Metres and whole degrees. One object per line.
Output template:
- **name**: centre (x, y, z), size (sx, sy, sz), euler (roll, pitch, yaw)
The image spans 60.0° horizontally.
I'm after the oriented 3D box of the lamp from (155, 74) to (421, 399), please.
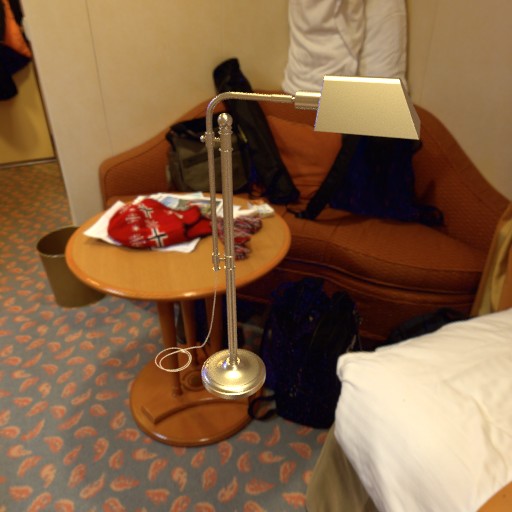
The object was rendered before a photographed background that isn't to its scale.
- **lamp**: centre (0.000, 0.000, 0.913), size (0.546, 0.708, 0.159), euler (10, 31, 17)
